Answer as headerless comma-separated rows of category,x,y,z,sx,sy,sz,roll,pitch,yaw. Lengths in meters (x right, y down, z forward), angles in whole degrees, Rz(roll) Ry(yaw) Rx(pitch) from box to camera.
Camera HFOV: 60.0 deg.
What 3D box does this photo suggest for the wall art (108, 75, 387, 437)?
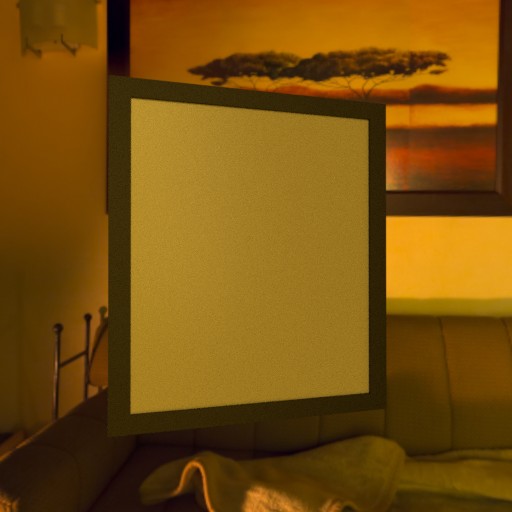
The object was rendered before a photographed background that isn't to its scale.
wall art,0.000,0.000,0.524,0.330,0.381,0.029,0,0,-16
